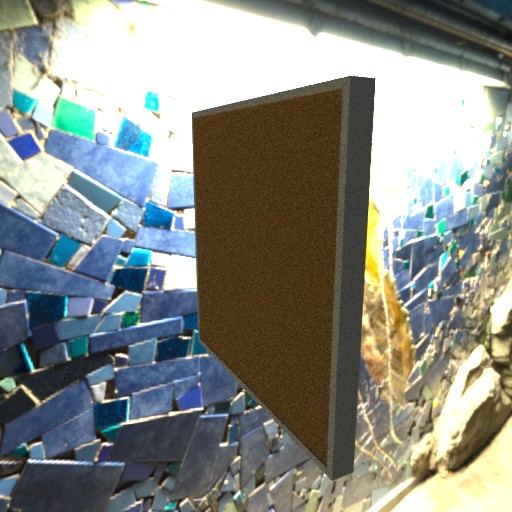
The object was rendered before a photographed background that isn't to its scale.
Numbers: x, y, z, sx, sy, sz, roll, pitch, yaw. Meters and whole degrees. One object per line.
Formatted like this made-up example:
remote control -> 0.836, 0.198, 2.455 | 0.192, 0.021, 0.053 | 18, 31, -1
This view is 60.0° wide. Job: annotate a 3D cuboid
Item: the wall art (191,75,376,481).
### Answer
wall art -> 0.000, 0.000, 0.760 | 0.037, 0.508, 0.508 | -7, 15, -27
